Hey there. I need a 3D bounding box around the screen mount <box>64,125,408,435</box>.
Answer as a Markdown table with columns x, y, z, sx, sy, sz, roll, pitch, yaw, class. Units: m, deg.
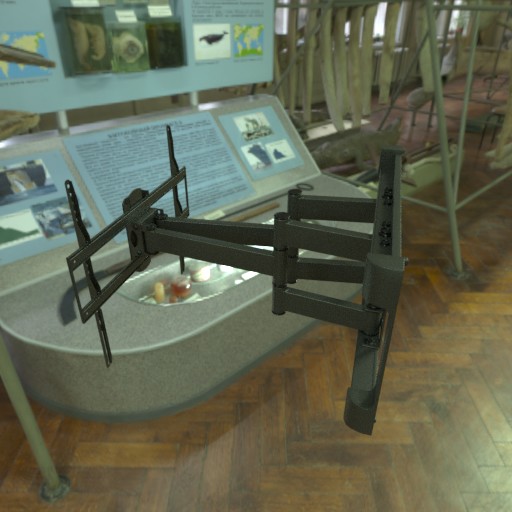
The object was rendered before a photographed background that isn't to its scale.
| x | y | z | sx | sy | sz | roll | pitch | yaw | class |
| --- | --- | --- | --- | --- | --- | --- | --- | --- | --- |
| 0.000 | 0.000 | 0.944 | 0.556 | 0.424 | 0.571 | 8 | 31 | 14 | screen mount |
